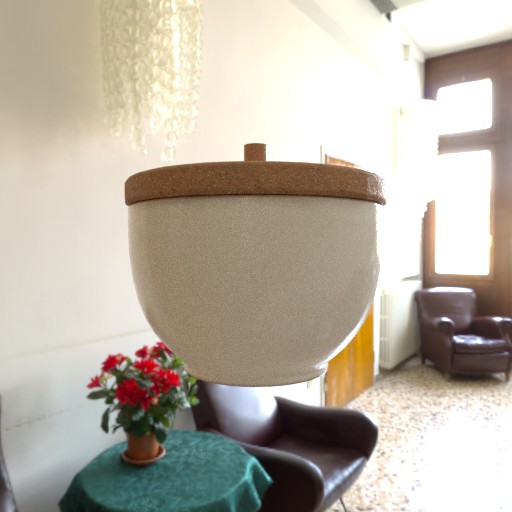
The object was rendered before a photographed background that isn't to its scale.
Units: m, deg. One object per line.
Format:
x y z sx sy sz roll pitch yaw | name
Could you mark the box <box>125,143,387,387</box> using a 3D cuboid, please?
0.000 0.000 0.189 0.107 0.094 0.107 0 1 0 | box
